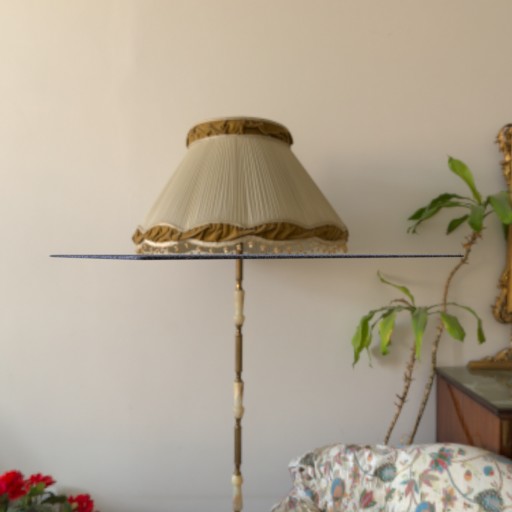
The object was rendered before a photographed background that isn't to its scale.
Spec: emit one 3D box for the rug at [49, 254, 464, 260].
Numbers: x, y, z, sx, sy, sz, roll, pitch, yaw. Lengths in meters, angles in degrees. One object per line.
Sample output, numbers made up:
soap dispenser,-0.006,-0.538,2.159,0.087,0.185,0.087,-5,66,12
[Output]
rug,0.000,0.000,4.248,3.245,0.024,2.385,0,0,-36
